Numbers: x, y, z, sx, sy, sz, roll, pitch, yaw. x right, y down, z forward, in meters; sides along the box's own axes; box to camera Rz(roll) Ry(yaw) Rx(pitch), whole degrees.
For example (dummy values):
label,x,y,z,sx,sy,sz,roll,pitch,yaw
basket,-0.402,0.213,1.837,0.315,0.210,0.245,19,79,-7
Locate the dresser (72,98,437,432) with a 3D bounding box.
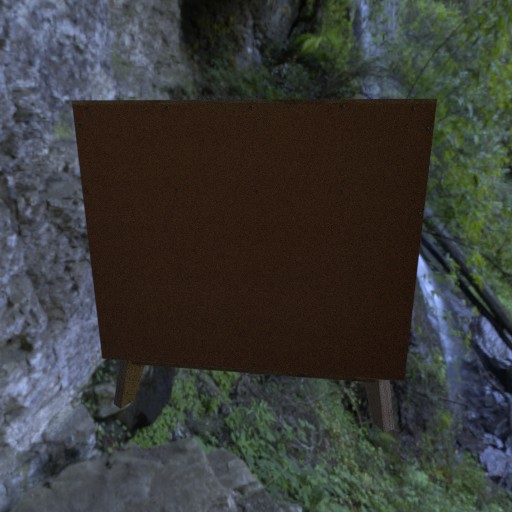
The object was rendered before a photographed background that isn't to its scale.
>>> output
label,x,y,z,sx,sy,sz,roll,pitch,yaw
dresser,0.000,0.000,1.566,0.998,1.029,0.455,2,18,7
